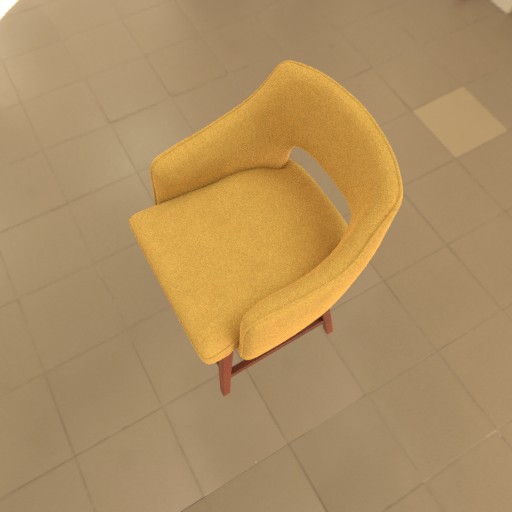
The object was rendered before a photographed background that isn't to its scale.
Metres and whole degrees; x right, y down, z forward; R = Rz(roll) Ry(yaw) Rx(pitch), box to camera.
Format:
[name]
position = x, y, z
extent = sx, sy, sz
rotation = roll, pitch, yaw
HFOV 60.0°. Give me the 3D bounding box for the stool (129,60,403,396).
[stool]
position = 0.000, 0.000, 1.295
extent = 0.558, 0.924, 0.548
rotation = -28, 68, -12
